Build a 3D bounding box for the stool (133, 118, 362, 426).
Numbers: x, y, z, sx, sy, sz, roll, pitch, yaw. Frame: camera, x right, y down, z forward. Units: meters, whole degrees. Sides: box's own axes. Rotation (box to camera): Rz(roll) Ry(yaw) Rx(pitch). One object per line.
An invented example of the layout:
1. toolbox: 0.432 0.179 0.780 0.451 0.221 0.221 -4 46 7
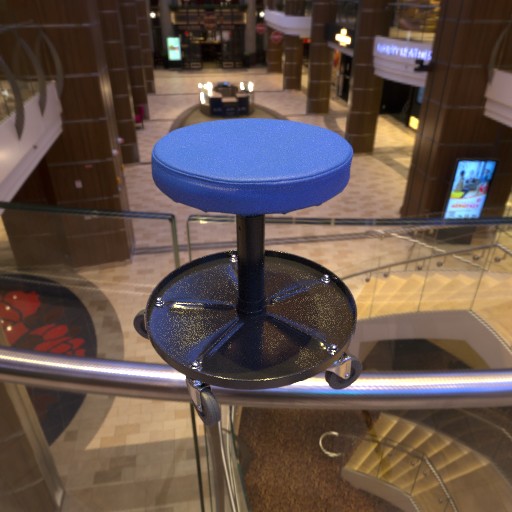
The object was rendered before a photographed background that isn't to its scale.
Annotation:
1. stool: 0.000 0.000 0.698 0.381 0.365 0.382 21 37 30
